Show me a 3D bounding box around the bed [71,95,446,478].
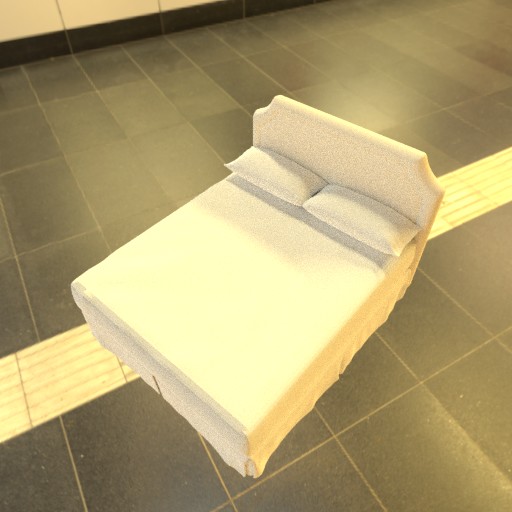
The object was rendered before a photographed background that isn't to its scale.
[{"bbox_3d":[0.000,0.000,3.877,2.134,1.524,2.548,32,55,26],"label":"bed"}]
